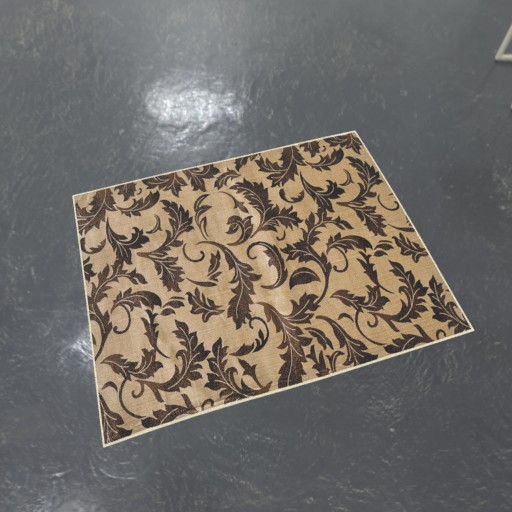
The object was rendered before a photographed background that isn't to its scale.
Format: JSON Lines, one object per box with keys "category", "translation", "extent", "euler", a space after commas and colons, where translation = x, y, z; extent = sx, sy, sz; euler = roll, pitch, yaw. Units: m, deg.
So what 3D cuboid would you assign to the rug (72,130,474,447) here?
{"category": "rug", "translation": [0.000, 0.000, 3.921], "extent": [2.977, 0.008, 2.380], "euler": [-15, 60, -9]}
